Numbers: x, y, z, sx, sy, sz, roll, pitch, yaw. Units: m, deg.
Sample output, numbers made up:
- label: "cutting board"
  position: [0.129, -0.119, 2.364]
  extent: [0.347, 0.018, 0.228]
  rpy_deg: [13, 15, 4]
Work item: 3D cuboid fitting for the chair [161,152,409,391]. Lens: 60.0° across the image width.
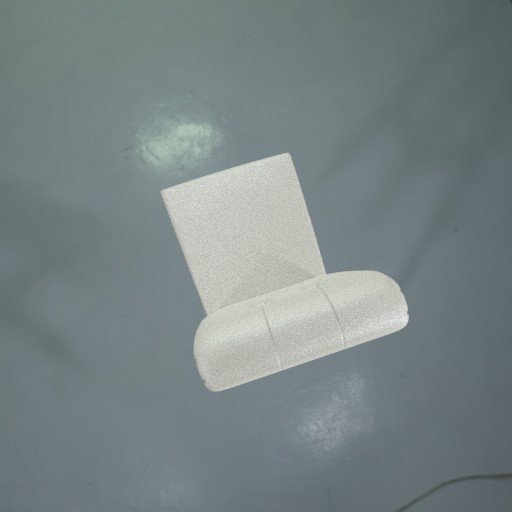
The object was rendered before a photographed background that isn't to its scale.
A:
- label: "chair"
  position: [0.000, 0.000, 1.344]
  extent: [0.456, 1.006, 0.671]
  rpy_deg: [-18, 76, -5]
